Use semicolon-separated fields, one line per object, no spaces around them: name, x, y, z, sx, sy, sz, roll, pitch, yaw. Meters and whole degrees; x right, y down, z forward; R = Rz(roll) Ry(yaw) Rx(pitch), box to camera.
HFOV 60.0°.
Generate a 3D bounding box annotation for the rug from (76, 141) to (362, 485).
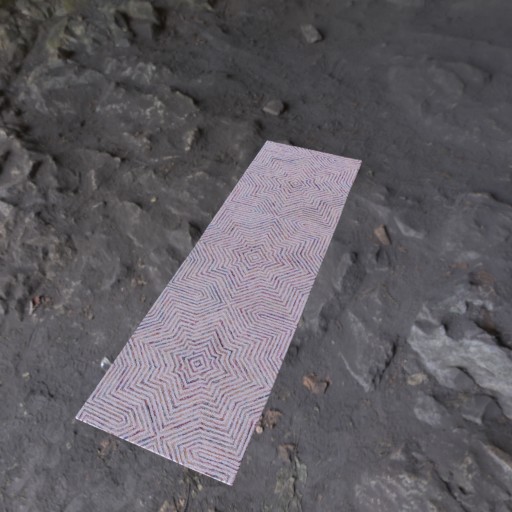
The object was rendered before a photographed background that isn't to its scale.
rug;0.000;0.000;2.654;0.771;0.009;2.443;16;48;15
